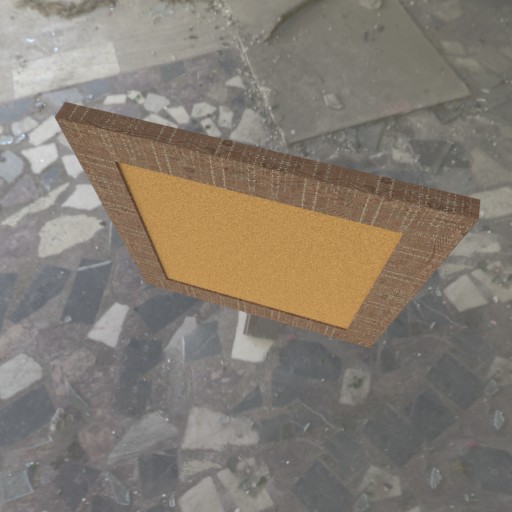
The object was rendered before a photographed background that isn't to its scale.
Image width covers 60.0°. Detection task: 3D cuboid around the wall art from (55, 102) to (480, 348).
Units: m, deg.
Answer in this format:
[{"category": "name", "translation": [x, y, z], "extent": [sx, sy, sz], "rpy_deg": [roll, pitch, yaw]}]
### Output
[{"category": "wall art", "translation": [0.000, 0.000, 0.775], "extent": [0.531, 0.531, 0.029], "rpy_deg": [15, 64, 8]}]
